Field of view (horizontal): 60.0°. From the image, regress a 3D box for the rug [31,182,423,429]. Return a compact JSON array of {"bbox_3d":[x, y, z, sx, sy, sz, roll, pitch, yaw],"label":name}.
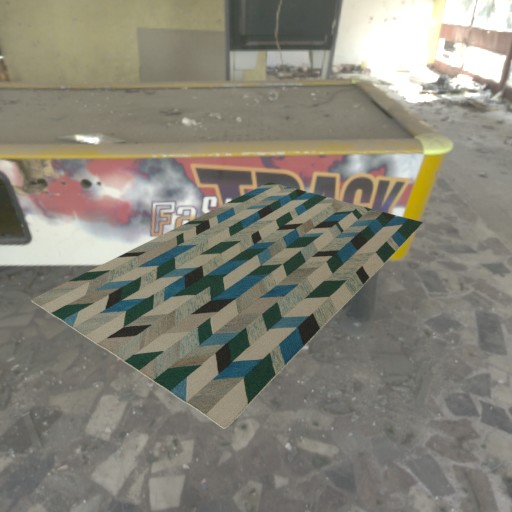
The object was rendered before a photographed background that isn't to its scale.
[{"bbox_3d":[0.000,0.000,3.067,1.507,0.007,2.433,21,36,31],"label":"rug"}]
